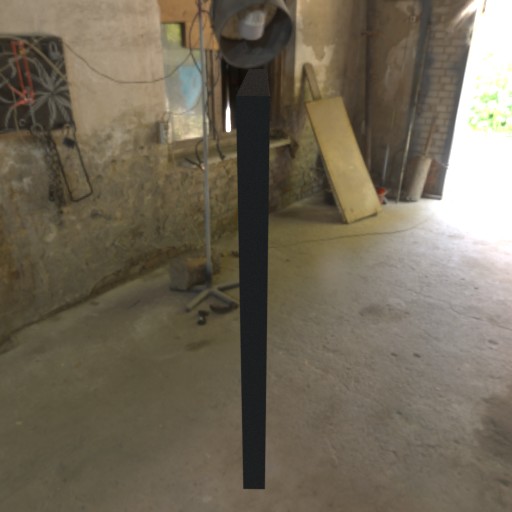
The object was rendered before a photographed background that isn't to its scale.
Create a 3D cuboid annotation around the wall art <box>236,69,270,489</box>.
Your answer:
[{"bbox_3d":[0.000,0.000,0.541,0.024,0.404,0.329,0,26,1],"label":"wall art"}]
